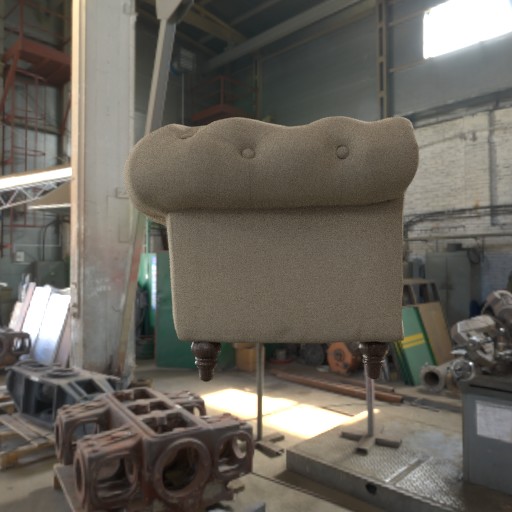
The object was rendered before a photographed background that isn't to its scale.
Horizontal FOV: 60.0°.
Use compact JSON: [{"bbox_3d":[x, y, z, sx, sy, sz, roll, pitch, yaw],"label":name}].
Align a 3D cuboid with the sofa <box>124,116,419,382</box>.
[{"bbox_3d":[0.000,0.000,1.993,1.034,0.878,1.405,0,-1,-1],"label":"sofa"}]
